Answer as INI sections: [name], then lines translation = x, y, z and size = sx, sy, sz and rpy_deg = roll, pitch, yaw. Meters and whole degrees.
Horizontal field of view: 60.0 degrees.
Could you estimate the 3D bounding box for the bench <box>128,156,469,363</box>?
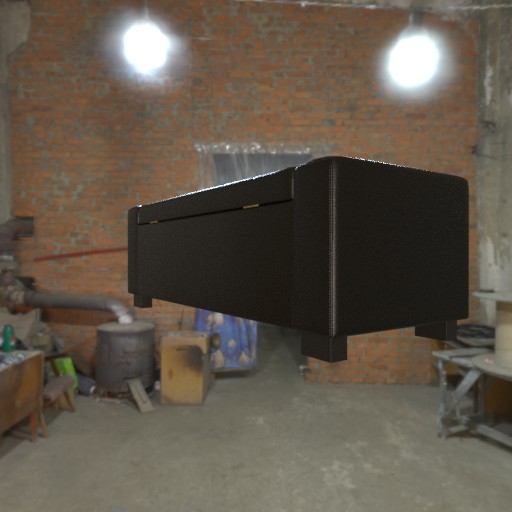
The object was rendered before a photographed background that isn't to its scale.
[bench]
translation = 0.000, 0.000, 1.570
size = 0.508, 0.445, 1.296
rpy_deg = 0, 0, -34
